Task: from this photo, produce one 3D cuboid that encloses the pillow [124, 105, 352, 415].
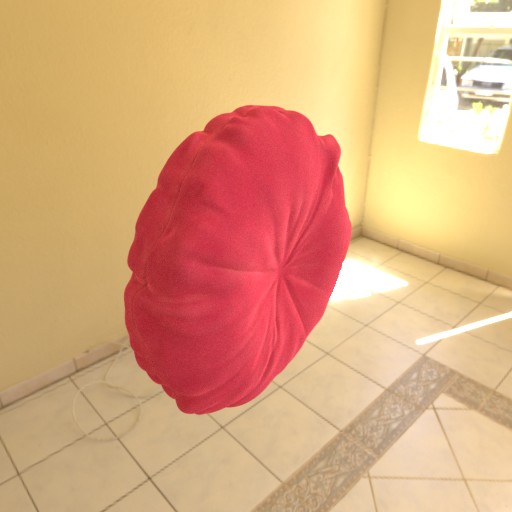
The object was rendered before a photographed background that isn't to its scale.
[{"bbox_3d":[0.000,0.000,0.632,0.148,0.407,0.428,19,33,32],"label":"pillow"}]
